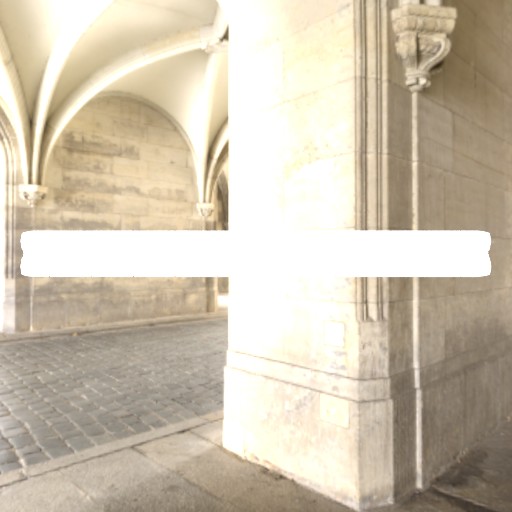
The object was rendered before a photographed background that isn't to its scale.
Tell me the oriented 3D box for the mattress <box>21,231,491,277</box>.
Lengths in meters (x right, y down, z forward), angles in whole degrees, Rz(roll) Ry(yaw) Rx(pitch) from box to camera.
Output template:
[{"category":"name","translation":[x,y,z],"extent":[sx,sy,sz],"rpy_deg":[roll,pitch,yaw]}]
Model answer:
[{"category":"mattress","translation":[0.000,0.000,2.677],"extent":[2.000,0.200,1.600],"rpy_deg":[0,-1,0]}]
